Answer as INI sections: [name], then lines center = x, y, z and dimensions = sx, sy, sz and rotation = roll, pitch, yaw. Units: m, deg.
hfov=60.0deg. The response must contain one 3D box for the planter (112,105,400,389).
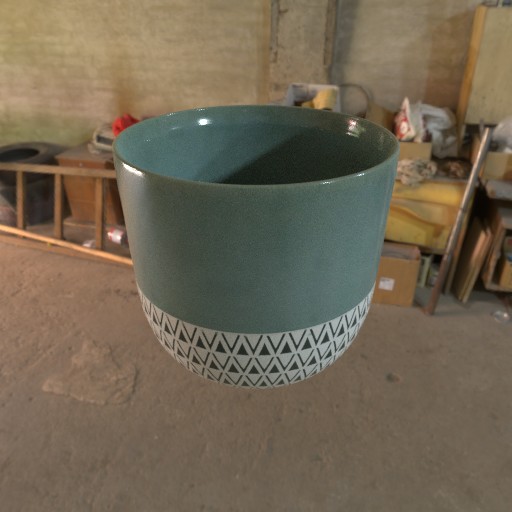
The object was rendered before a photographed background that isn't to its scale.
[planter]
center = 0.000, 0.000, 0.492
dimensions = 0.266, 0.270, 0.266
rotation = 0, 31, 0
